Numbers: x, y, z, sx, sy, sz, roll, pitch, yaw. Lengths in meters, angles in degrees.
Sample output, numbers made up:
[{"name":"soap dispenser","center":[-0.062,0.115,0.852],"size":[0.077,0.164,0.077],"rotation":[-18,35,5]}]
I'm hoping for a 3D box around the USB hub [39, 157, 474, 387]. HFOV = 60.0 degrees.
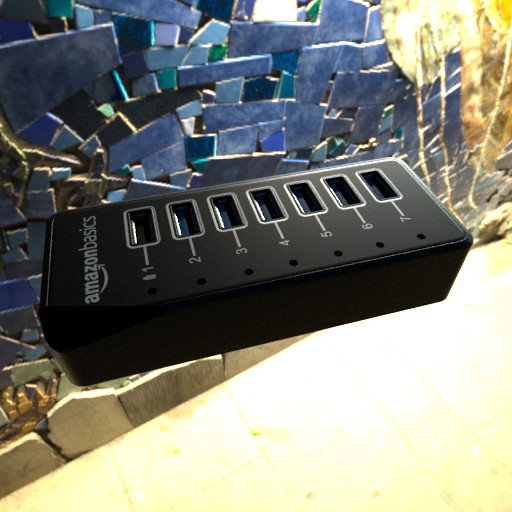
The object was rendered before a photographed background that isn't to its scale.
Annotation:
[{"name":"USB hub","center":[0.000,0.000,0.128],"size":[0.110,0.023,0.044],"rotation":[-11,46,-11]}]
